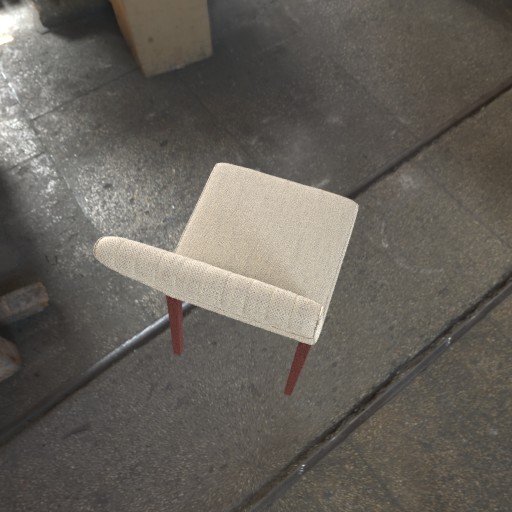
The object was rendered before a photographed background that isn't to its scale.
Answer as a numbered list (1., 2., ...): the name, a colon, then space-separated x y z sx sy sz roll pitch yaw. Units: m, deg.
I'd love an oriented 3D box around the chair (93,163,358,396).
1. chair: 0.000 0.000 1.261 0.480 0.900 0.594 18 66 8
